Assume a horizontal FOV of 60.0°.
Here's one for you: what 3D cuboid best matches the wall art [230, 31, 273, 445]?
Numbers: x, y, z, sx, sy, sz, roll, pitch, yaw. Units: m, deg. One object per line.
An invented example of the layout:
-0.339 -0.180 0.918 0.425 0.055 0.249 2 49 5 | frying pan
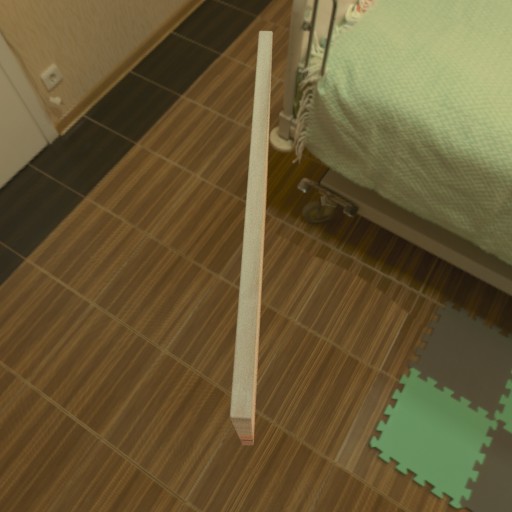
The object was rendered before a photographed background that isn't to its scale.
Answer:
0.000 0.000 1.342 0.038 0.763 1.015 3 64 1 | wall art
